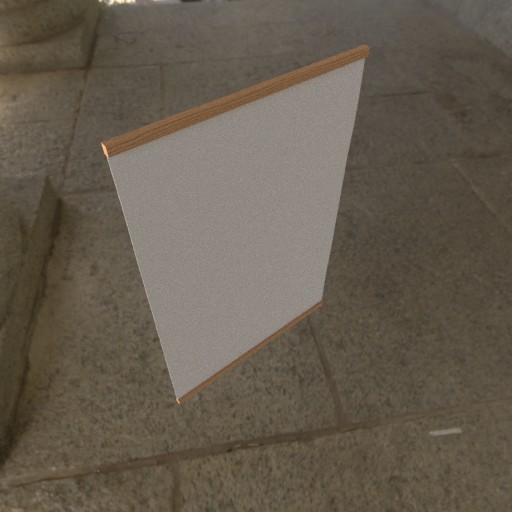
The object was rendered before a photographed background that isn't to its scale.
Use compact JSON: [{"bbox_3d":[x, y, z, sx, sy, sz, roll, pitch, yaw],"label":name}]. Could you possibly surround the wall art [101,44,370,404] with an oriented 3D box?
[{"bbox_3d":[0.000,0.000,1.920,1.011,1.521,0.025,-30,54,-25],"label":"wall art"}]
